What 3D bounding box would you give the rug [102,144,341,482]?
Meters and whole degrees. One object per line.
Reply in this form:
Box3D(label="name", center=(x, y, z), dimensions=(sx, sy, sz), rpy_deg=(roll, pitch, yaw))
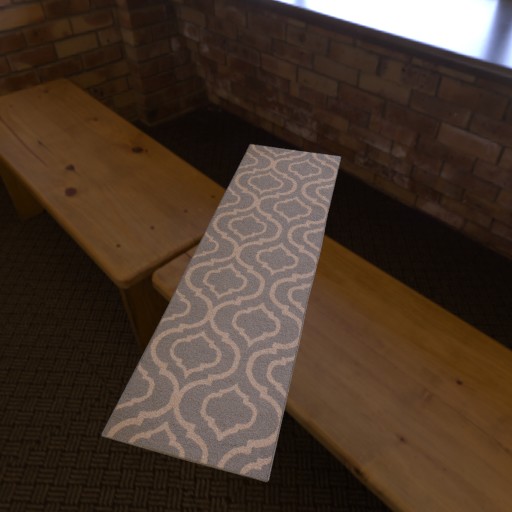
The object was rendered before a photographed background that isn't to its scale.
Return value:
Box3D(label="rug", center=(0.000, 0.000, 2.475), dimensions=(0.684, 0.009, 2.275), rpy_deg=(10, 46, 10))
